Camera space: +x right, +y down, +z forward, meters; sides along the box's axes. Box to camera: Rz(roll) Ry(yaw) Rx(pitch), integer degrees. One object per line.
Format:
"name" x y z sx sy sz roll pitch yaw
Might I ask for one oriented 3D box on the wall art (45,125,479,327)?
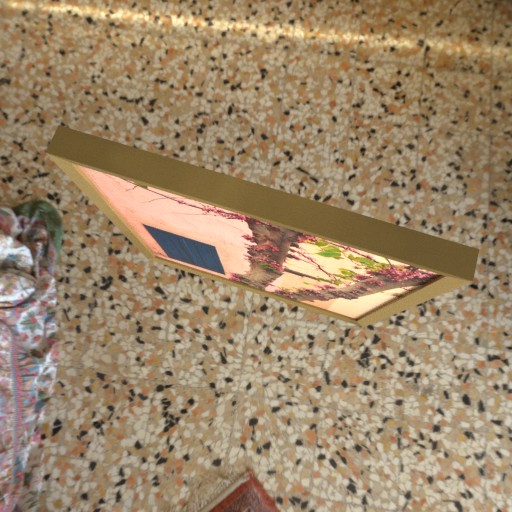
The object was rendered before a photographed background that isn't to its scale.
"wall art" 0.000 0.000 0.751 0.507 0.508 0.038 17 76 4
